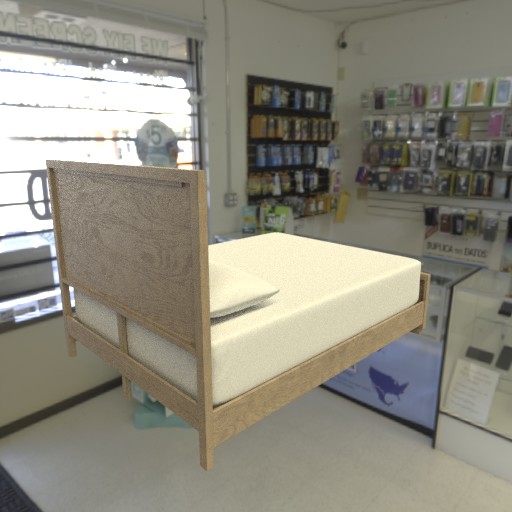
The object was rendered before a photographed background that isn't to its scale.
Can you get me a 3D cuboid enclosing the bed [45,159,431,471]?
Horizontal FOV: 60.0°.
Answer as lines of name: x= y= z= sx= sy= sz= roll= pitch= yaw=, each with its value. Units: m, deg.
bed: x=0.000 y=0.000 z=3.177 sx=2.189 sy=1.369 sz=1.606 roll=-14 pitch=20 yaw=-42
